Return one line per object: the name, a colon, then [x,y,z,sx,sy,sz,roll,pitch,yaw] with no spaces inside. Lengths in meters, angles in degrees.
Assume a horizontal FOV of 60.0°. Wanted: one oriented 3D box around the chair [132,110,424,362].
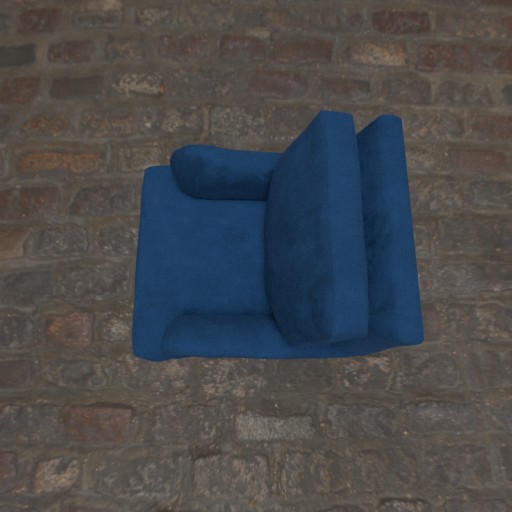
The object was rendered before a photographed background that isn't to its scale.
chair: [0.000,0.000,1.946,1.078,1.076,0.895,0,75,0]
